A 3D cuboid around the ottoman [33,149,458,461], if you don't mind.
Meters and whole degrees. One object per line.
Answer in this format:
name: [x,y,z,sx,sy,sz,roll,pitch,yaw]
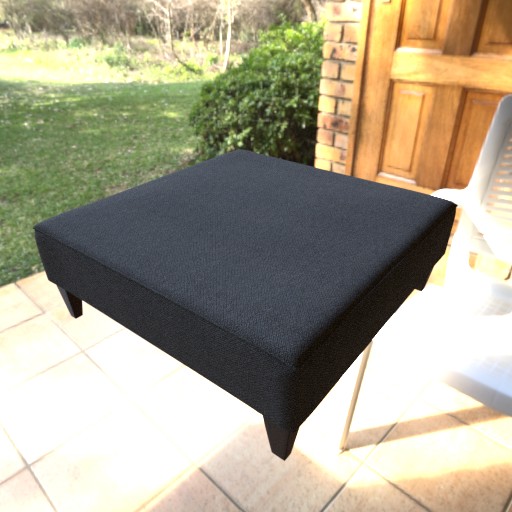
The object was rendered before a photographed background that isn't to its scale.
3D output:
ottoman: [0.000,0.000,1.478,0.970,0.378,0.981,22,37,32]
